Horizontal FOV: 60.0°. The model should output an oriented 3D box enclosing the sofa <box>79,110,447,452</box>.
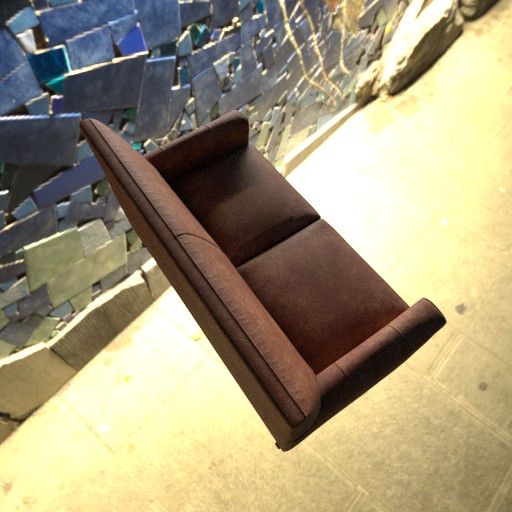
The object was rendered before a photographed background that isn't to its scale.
[{"bbox_3d":[0.000,0.000,1.994,0.787,0.871,1.473,-30,62,-18],"label":"sofa"}]
